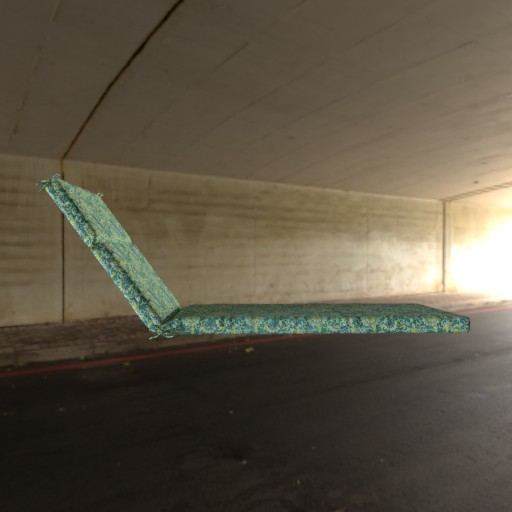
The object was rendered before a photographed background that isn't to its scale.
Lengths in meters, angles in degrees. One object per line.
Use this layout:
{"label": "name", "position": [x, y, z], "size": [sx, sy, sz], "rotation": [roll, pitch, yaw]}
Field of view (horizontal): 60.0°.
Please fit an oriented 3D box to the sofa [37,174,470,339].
{"label": "sofa", "position": [0.000, 0.000, 1.946], "size": [1.663, 0.622, 0.582], "rotation": [0, 0, -2]}
